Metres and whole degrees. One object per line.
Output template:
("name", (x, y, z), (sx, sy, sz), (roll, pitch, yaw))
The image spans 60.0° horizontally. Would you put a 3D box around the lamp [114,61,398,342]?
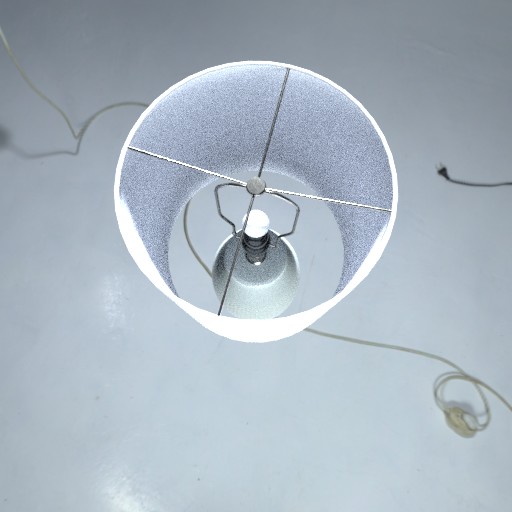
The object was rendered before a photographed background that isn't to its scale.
("lamp", (0.000, 0.000, 0.558), (0.217, 0.453, 0.217), (14, 76, 4))
